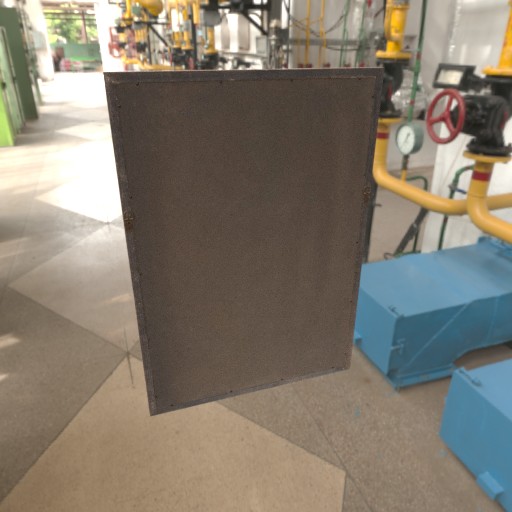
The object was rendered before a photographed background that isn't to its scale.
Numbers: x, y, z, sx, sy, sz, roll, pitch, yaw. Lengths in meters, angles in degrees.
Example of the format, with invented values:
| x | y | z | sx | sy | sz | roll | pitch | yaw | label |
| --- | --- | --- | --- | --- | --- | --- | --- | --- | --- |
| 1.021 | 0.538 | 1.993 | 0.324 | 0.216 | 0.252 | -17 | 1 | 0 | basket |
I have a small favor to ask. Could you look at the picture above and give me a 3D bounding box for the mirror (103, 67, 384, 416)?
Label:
| x | y | z | sx | sy | sz | roll | pitch | yaw | label |
| --- | --- | --- | --- | --- | --- | --- | --- | --- | --- |
| 0.000 | 0.000 | 1.282 | 0.705 | 0.996 | 0.025 | -8 | 27 | -17 | mirror |
